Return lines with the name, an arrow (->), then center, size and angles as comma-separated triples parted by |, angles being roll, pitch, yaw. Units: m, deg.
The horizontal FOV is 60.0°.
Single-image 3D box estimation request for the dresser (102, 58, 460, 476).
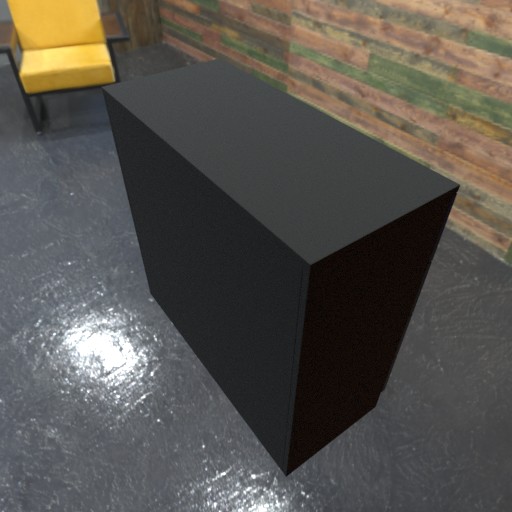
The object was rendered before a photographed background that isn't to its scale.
dresser -> 0.000, 0.000, 1.144 | 0.360, 0.720, 0.750 | -26, 49, -26
